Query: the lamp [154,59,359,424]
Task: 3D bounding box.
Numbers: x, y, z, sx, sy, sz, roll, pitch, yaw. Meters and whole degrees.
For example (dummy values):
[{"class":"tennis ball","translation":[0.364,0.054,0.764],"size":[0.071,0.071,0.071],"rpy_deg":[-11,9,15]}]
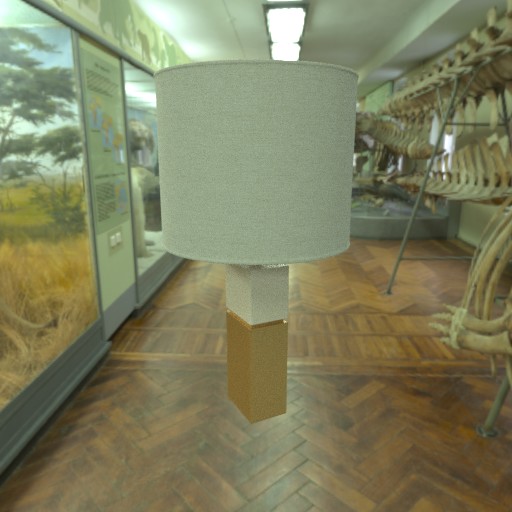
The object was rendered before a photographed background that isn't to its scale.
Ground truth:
[{"class":"lamp","translation":[0.000,0.000,0.555],"size":[0.229,0.417,0.229],"rpy_deg":[-7,15,-27]}]
